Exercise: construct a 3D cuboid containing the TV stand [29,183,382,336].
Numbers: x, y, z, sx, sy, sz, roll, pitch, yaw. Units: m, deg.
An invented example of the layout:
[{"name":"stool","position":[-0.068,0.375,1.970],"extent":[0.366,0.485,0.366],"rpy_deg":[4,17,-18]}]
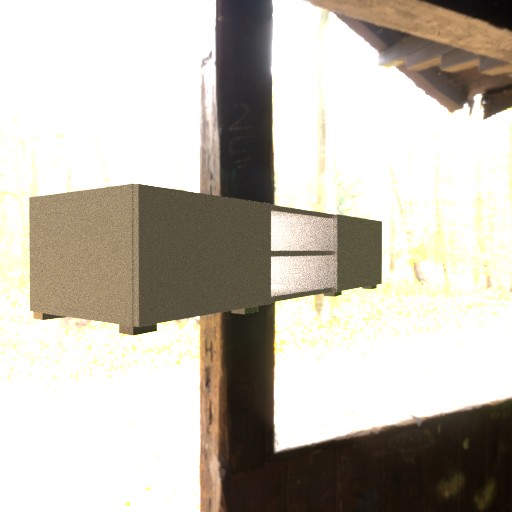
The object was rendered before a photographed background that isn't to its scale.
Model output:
[{"name":"TV stand","position":[0.000,0.000,1.576],"extent":[0.420,0.310,1.400],"rpy_deg":[1,1,35]}]
